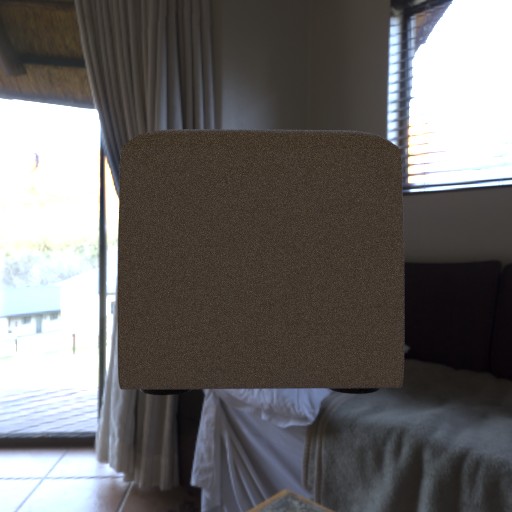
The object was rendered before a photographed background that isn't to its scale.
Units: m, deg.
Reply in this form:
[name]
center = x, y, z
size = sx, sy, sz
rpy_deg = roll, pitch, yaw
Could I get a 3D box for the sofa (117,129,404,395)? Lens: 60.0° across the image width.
[sofa]
center = 0.000, 0.000, 1.172
size = 0.480, 0.470, 0.930
rpy_deg = 0, 0, -1
